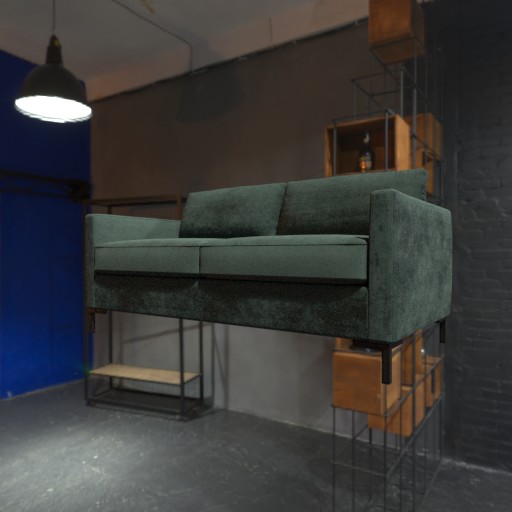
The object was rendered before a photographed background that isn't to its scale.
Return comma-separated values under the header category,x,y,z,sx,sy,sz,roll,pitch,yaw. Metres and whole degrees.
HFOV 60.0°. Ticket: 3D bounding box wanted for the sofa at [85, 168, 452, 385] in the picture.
category,x,y,z,sx,sy,sz,roll,pitch,yaw
sofa,0.000,0.000,2.208,1.676,0.817,0.875,0,0,35
